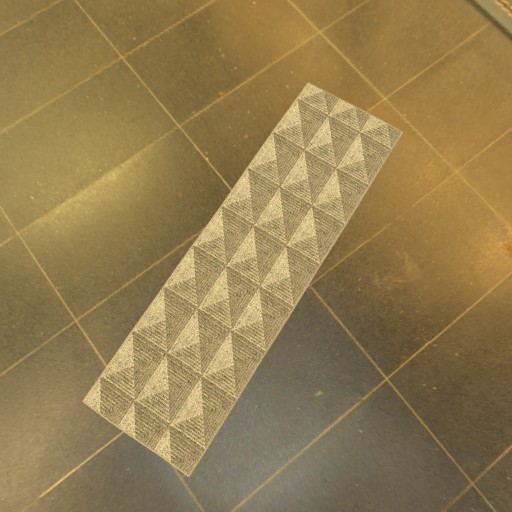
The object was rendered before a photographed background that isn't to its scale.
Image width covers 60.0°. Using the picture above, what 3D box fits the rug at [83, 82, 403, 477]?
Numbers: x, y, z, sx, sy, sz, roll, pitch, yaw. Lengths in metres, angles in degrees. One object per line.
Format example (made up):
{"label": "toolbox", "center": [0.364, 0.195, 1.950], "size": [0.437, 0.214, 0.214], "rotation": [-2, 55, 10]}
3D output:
{"label": "rug", "center": [0.000, 0.000, 2.382], "size": [0.645, 0.015, 2.182], "rotation": [32, 77, 8]}
